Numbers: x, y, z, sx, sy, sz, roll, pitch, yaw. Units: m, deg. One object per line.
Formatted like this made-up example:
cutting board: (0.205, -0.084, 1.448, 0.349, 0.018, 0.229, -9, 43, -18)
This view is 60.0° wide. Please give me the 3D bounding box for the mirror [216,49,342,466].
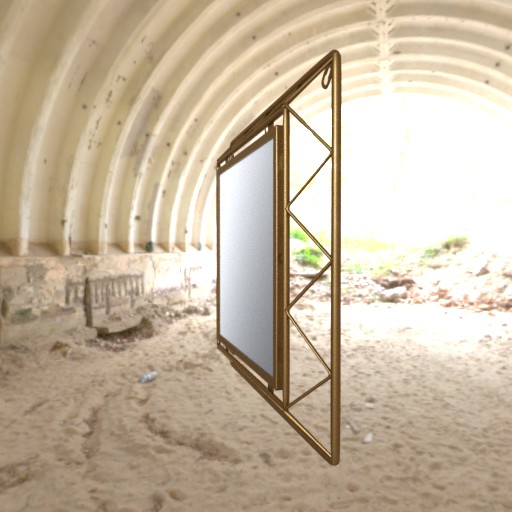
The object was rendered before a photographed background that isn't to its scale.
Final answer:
mirror: (0.000, 0.000, 0.625, 0.046, 0.414, 0.416, 0, 1, -18)
